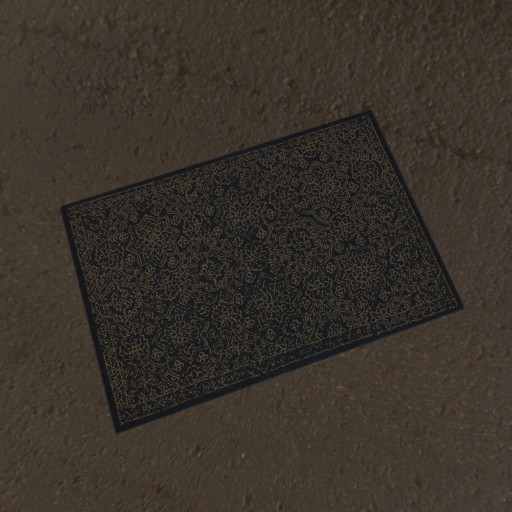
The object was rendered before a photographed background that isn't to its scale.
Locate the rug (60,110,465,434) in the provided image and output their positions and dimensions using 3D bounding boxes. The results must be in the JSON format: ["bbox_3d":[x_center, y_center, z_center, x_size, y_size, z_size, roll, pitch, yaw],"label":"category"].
[{"bbox_3d":[0.000,0.000,2.324,1.829,0.010,1.219,-18,76,-5],"label":"rug"}]
